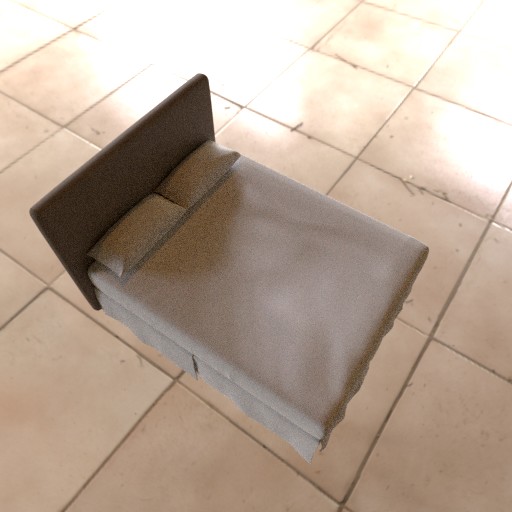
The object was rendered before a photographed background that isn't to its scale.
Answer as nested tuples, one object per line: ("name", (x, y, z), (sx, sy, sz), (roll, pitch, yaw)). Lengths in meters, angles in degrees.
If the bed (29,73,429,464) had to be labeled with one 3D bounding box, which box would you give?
("bed", (0.000, 0.000, 3.197), (2.142, 1.330, 1.723), (29, 61, 18))
